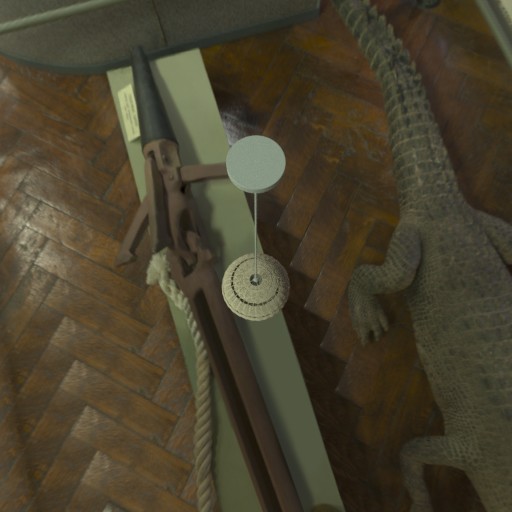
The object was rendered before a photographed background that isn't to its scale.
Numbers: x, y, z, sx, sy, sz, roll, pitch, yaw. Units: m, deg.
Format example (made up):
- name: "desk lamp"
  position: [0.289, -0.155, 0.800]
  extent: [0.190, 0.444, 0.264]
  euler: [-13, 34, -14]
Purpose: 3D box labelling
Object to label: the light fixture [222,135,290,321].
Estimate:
- name: "light fixture"
  position: [0.000, 0.000, 2.218]
  extent: [0.457, 2.019, 0.457]
  euler: [-17, 76, -5]
